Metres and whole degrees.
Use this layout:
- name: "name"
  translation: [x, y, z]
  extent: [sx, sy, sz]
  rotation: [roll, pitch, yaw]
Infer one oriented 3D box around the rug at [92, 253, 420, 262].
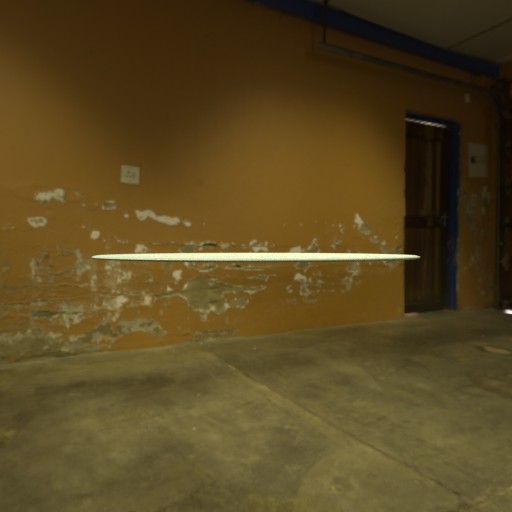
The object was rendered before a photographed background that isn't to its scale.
- name: "rug"
  translation: [0.000, 0.000, 2.290]
  extent: [1.593, 0.012, 1.593]
  rotation: [0, 1, 0]
